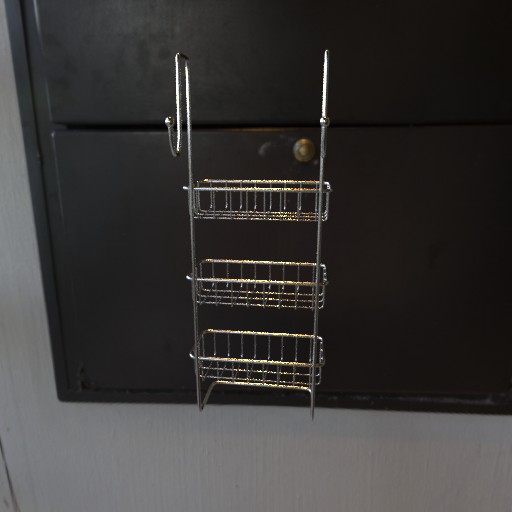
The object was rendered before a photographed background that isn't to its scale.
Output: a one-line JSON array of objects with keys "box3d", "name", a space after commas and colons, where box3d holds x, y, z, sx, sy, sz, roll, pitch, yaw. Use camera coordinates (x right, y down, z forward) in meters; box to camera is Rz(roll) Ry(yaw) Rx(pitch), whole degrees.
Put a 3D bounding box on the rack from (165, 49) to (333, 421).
[{"box3d": [0.000, 0.000, 0.690, 0.228, 0.574, 0.202, 2, 16, 7], "name": "rack"}]
